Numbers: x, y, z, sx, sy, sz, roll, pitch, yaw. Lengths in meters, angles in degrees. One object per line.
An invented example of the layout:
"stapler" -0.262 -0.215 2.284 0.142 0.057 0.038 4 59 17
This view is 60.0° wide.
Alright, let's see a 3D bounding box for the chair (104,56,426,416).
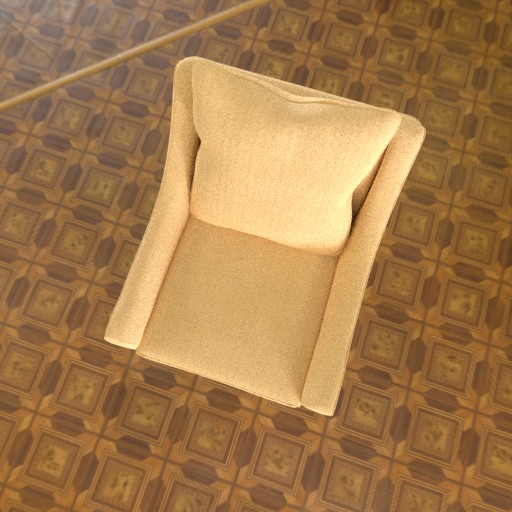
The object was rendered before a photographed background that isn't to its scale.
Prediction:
"chair" 0.000 0.000 1.519 0.760 0.927 0.876 17 76 4
